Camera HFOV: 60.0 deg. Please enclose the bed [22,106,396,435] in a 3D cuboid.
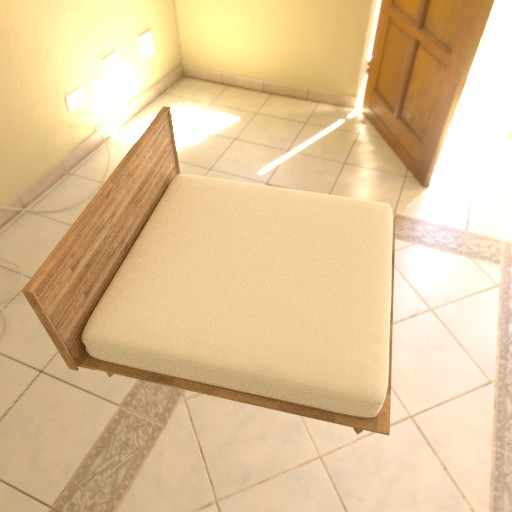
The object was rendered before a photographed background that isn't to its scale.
[{"bbox_3d":[0.000,0.000,3.376,2.167,1.100,2.116,10,47,9],"label":"bed"}]
